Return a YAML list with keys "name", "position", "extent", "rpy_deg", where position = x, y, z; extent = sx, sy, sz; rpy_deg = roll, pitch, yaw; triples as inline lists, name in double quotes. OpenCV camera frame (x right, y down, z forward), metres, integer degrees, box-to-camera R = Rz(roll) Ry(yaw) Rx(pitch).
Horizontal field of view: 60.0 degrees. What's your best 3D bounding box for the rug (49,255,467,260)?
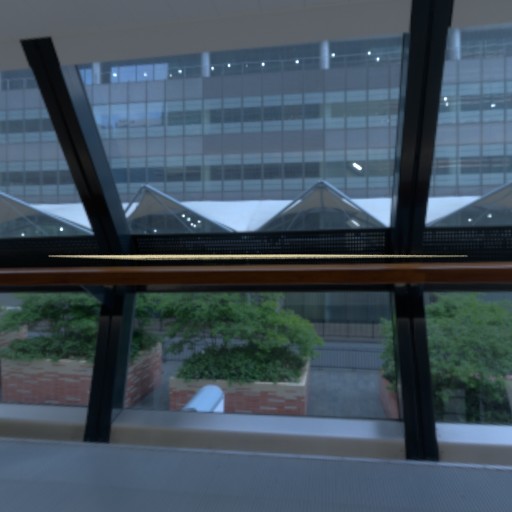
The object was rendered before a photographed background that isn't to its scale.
- name: "rug"
  position: [0.000, 0.000, 4.254]
  extent: [3.201, 0.014, 2.437]
  rpy_deg: [0, 1, -36]
